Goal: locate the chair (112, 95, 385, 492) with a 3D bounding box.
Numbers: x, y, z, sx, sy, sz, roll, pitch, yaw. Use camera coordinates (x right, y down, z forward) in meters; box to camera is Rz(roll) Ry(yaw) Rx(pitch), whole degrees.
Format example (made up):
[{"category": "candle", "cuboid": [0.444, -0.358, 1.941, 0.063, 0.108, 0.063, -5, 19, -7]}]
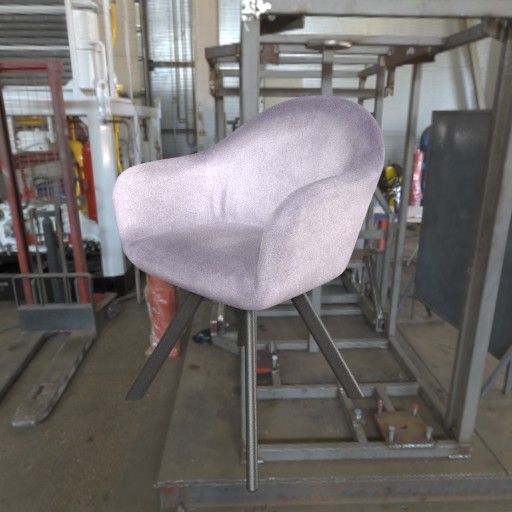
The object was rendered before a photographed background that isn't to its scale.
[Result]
[{"category": "chair", "cuboid": [0.000, 0.000, 1.119, 0.570, 0.780, 0.540, 15, 23, 40]}]
